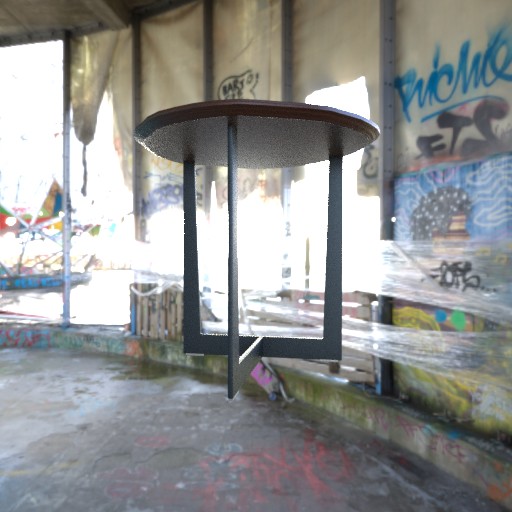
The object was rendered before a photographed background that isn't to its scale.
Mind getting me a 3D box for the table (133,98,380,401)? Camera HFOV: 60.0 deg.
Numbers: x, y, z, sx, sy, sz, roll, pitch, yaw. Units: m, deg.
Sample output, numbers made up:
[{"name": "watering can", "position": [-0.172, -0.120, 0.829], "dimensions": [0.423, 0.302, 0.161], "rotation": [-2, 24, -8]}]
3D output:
[{"name": "table", "position": [0.000, 0.000, 0.908], "dimensions": [0.477, 0.476, 0.494], "rotation": [0, 1, 0]}]
